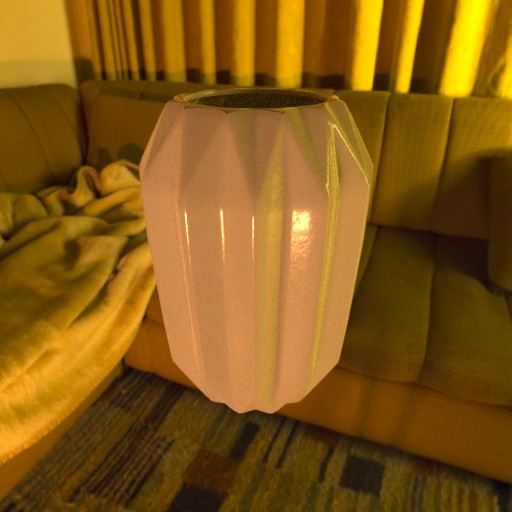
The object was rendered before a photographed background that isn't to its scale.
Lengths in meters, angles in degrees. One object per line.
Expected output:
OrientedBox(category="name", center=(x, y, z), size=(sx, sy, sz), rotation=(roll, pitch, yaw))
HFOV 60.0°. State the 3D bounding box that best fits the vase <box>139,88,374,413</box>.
OrientedBox(category="vase", center=(0.000, 0.000, 0.404), size=(0.195, 0.275, 0.195), rotation=(0, 27, 0))
